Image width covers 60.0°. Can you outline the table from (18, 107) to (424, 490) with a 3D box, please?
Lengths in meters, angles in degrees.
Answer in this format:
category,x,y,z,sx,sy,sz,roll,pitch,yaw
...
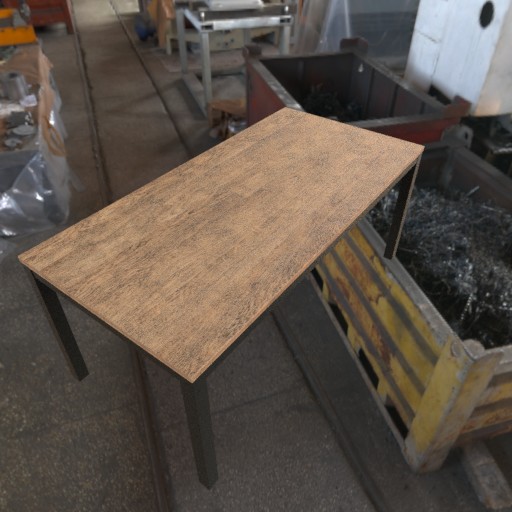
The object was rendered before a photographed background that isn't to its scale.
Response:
category,x,y,z,sx,sy,sz,roll,pitch,yaw
table,0.000,0.000,2.266,0.893,0.767,1.805,26,47,27
